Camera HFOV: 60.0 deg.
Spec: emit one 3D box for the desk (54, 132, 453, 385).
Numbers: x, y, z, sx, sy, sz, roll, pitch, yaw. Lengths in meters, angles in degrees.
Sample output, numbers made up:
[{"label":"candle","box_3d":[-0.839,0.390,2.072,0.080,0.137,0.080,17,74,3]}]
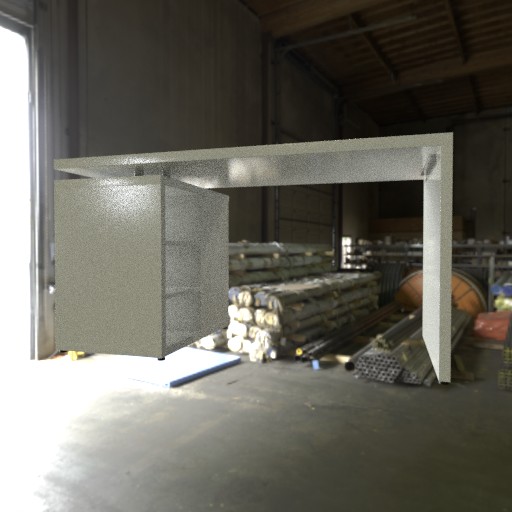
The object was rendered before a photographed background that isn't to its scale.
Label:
[{"label":"desk","box_3d":[0.000,0.000,1.824,1.400,0.740,0.690,0,1,17]}]
